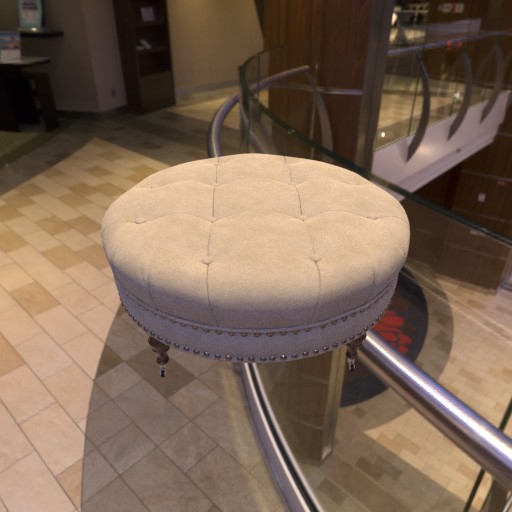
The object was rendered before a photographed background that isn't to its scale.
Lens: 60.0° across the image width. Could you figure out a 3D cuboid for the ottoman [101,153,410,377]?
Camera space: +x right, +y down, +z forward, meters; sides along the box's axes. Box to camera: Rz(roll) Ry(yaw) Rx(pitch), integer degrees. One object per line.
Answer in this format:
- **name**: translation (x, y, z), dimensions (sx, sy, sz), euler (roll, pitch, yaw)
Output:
- **ottoman**: translation (0.000, 0.000, 1.388), dimensions (0.901, 0.439, 0.901), euler (0, 31, 0)
